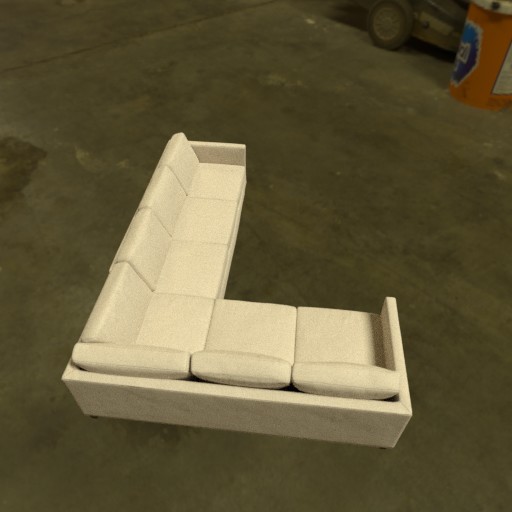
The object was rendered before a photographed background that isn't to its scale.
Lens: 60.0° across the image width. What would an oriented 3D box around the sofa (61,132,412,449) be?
[{"bbox_3d":[0.000,0.000,4.272,2.432,0.863,3.182,4,46,4],"label":"sofa"}]
